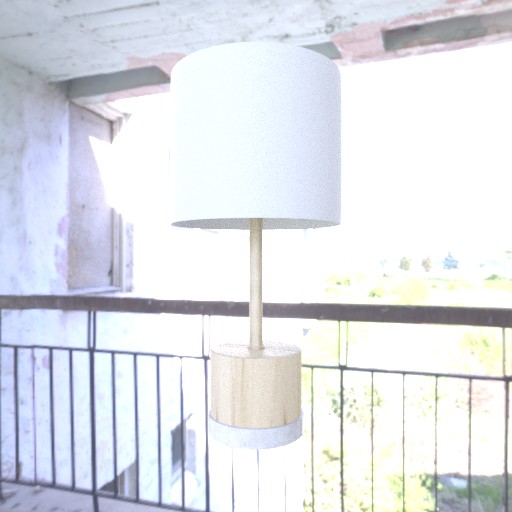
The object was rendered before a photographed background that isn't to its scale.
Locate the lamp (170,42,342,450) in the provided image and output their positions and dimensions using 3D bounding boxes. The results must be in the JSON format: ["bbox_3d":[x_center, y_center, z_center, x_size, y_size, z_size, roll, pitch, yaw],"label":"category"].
[{"bbox_3d":[0.000,0.000,0.600,0.229,0.470,0.229,0,0,18],"label":"lamp"}]
